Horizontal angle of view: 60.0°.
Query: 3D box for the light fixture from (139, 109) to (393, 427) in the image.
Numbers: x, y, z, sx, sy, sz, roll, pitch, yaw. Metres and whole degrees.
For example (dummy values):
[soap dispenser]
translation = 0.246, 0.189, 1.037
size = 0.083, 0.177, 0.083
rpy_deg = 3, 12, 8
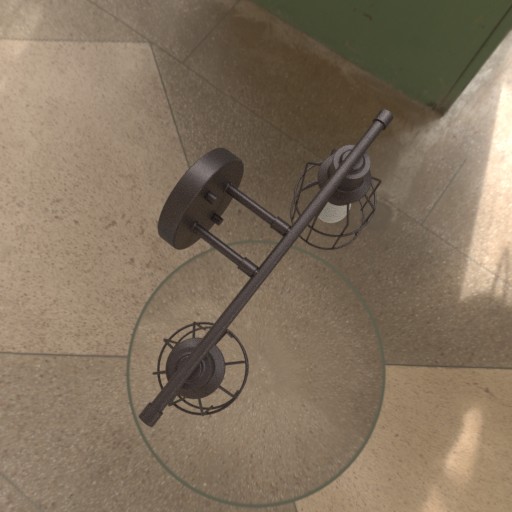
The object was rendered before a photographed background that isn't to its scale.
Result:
[light fixture]
translation = 0.000, 0.000, 0.525
size = 0.165, 0.254, 0.406
rpy_deg = 37, 79, 8
